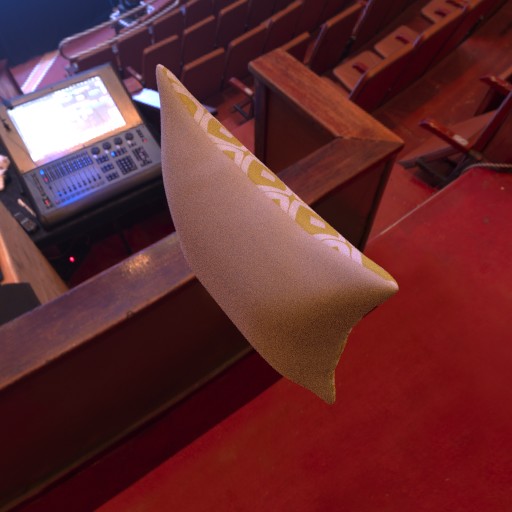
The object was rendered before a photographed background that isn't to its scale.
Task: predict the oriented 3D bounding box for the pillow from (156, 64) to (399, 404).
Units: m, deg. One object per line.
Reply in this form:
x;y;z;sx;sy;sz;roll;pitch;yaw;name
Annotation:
0.000;0.000;0.794;0.188;0.494;0.504;-33;63;-19;pillow
